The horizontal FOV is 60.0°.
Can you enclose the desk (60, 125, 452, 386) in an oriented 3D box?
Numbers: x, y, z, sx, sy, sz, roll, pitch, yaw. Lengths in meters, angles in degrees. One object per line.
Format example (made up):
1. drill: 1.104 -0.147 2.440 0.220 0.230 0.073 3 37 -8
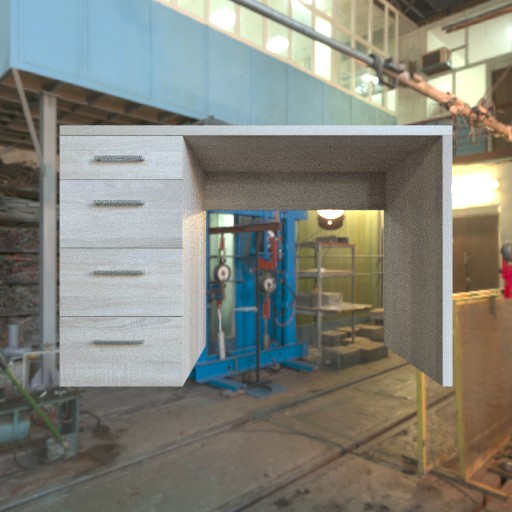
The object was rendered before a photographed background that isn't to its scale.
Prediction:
1. desk: 0.000 0.000 1.516 1.100 0.731 0.600 0 0 0
